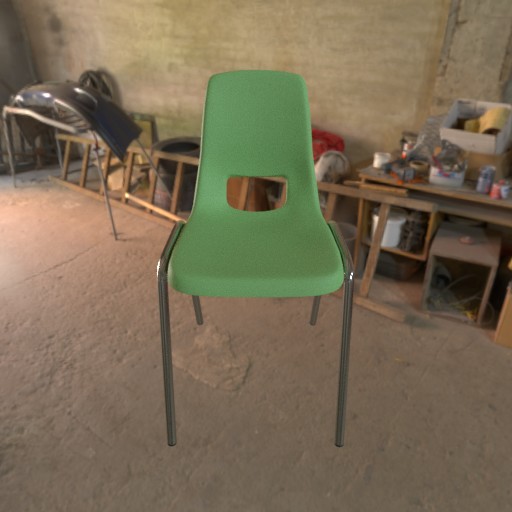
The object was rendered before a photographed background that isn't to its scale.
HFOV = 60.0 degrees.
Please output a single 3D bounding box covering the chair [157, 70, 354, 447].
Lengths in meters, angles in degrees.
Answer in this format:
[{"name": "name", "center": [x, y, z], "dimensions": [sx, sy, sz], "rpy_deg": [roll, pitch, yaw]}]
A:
[{"name": "chair", "center": [0.000, 0.000, 0.966], "dimensions": [0.381, 0.704, 0.436], "rpy_deg": [0, 30, 0]}]
